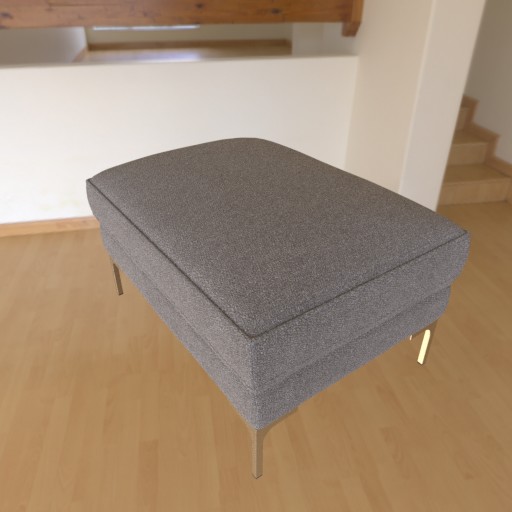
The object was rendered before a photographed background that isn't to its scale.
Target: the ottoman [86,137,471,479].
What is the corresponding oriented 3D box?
[{"bbox_3d":[0.000,0.000,1.141,0.583,0.464,0.785,-21,38,-30],"label":"ottoman"}]
